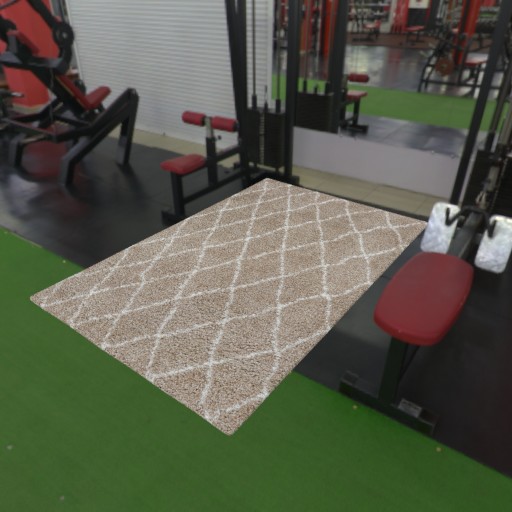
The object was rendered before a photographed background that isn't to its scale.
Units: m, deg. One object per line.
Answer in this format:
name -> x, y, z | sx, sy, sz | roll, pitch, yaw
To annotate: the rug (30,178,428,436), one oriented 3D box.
rug -> 0.000, 0.000, 3.469 | 1.778, 0.030, 2.743 | 22, 37, 31
